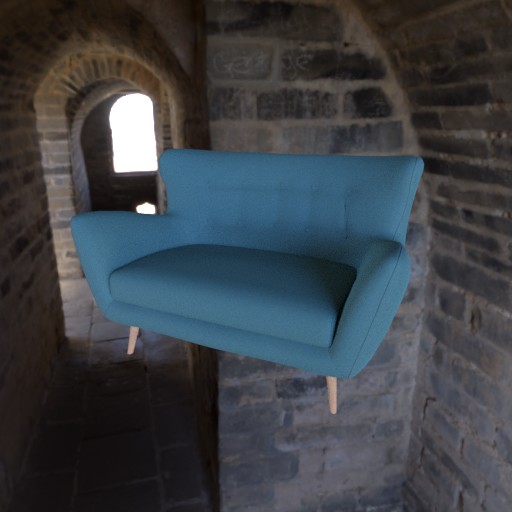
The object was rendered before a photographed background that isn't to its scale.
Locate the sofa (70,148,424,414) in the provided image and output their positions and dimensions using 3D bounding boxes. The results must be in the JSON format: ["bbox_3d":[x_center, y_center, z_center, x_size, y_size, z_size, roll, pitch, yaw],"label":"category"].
[{"bbox_3d":[0.000,0.000,2.000,1.397,0.889,0.889,8,19,25],"label":"sofa"}]
